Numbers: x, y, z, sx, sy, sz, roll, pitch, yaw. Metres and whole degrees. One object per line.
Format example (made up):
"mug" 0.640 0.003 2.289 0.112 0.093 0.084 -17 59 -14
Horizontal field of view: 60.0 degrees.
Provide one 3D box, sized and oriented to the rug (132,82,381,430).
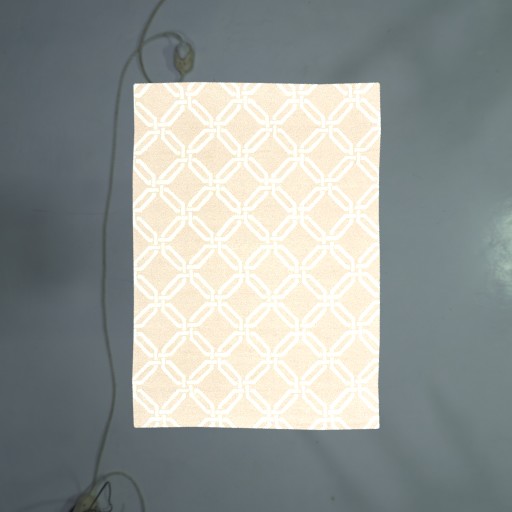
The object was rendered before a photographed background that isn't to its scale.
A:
"rug" 0.000 0.000 2.722 1.524 0.013 2.135 0 90 1
